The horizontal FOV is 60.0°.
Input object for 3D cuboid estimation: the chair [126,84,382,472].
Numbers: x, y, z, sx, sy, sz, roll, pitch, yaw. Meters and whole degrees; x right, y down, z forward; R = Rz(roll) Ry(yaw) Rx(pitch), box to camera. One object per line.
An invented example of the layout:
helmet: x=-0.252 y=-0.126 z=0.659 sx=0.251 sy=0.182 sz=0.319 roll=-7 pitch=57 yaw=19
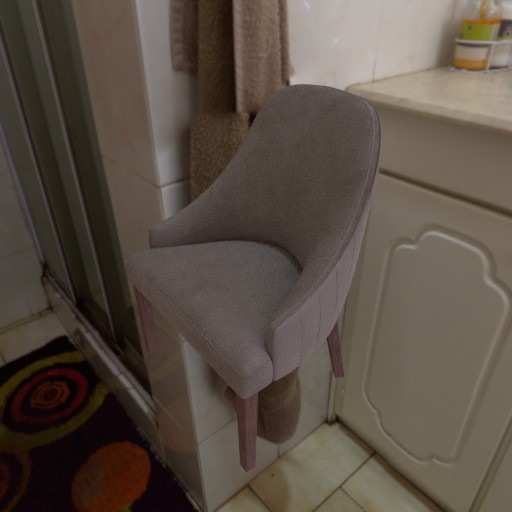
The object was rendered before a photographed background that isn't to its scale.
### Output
chair: x=0.000 y=0.000 z=1.313 sx=0.575 sy=0.889 sz=0.643 roll=-23 pitch=39 yaw=-32
